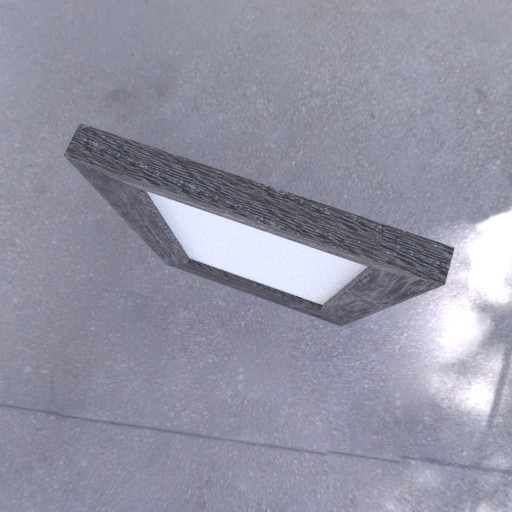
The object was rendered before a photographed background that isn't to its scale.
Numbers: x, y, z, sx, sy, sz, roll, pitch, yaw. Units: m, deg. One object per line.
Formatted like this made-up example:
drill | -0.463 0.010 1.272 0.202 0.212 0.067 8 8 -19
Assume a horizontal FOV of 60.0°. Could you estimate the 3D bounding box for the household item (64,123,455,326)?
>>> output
household item | 0.000 0.000 0.279 0.160 0.210 0.020 19 77 4
